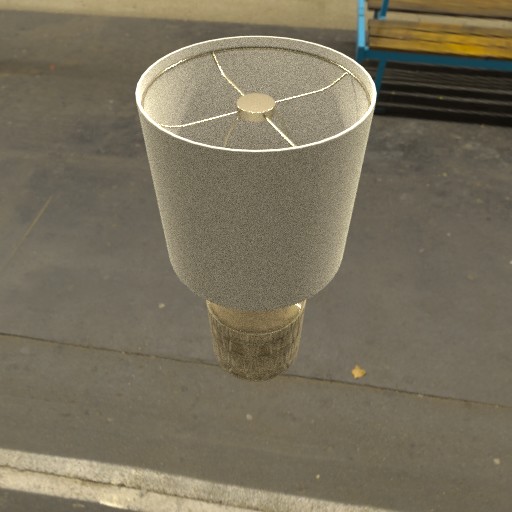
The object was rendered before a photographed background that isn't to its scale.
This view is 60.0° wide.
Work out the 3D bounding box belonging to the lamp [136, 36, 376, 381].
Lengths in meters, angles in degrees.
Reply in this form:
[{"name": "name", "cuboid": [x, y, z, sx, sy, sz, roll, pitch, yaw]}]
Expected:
[{"name": "lamp", "cuboid": [0.000, 0.000, 0.562, 0.211, 0.455, 0.211, -10, 48, -9]}]
